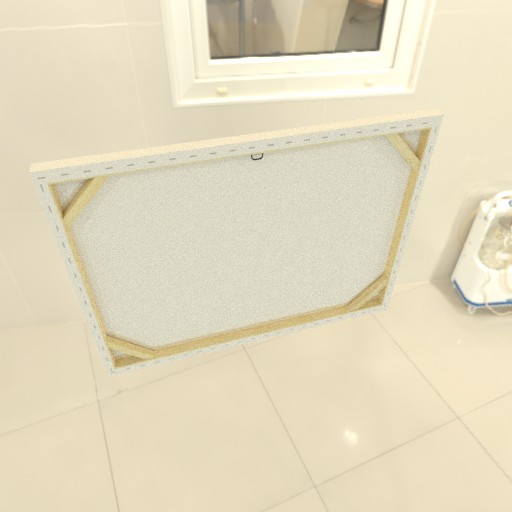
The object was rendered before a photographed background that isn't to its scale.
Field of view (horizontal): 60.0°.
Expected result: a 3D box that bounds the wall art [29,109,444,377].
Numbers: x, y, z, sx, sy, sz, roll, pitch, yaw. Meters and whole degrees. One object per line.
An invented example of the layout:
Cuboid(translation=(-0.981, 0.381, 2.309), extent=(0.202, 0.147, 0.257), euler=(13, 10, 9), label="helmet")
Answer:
Cuboid(translation=(0.000, 0.000, 1.316), extent=(1.016, 0.762, 0.038), euler=(-11, 43, -12), label="wall art")
